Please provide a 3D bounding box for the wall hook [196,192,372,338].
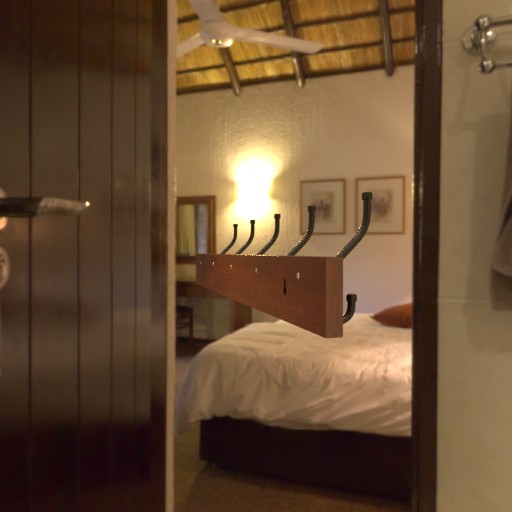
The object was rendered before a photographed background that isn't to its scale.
[{"bbox_3d":[0.000,0.000,0.606,0.071,0.117,0.571,0,1,-17],"label":"wall hook"}]
